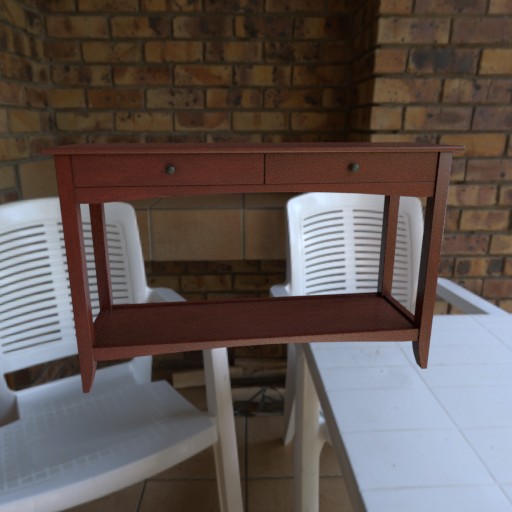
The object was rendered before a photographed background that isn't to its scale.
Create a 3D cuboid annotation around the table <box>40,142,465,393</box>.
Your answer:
[{"bbox_3d":[0.000,0.000,1.515,1.188,0.739,0.392,-2,16,-7],"label":"table"}]
